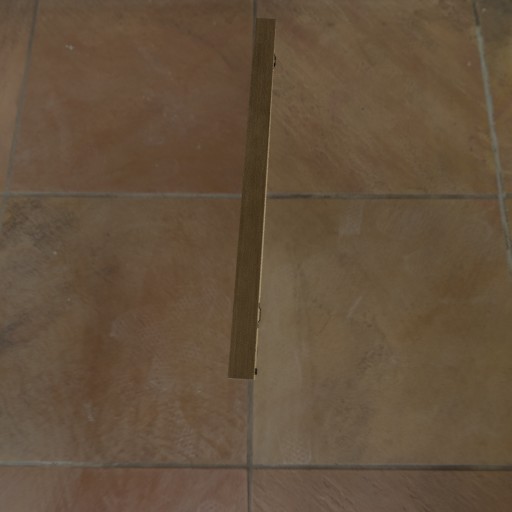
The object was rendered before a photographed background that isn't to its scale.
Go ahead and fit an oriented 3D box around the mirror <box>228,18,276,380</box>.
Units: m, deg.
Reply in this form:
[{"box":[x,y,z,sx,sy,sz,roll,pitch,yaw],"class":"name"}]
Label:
[{"box":[0.000,0.000,1.134,0.041,0.915,0.609,3,75,1],"class":"mirror"}]
